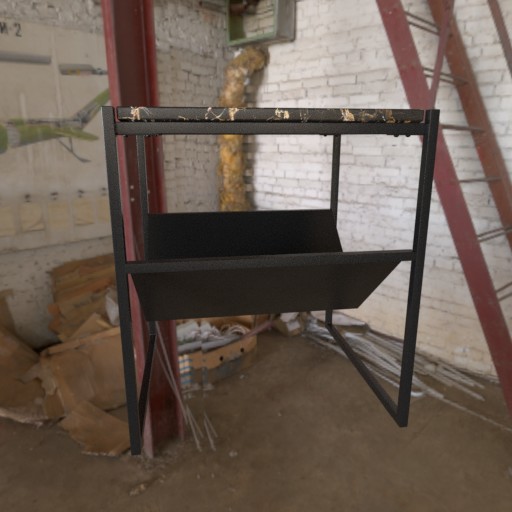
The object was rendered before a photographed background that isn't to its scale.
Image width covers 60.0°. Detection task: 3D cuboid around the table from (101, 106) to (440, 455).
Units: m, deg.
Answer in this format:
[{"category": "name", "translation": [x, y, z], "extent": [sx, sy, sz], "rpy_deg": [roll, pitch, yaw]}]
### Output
[{"category": "table", "translation": [0.000, 0.000, 0.876], "extent": [0.469, 0.534, 0.432], "rpy_deg": [-2, 15, -9]}]
